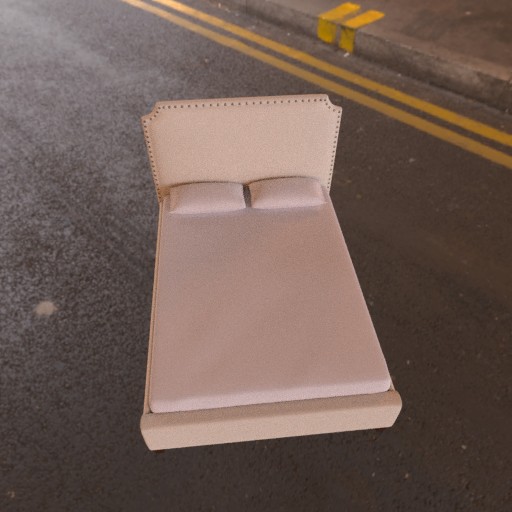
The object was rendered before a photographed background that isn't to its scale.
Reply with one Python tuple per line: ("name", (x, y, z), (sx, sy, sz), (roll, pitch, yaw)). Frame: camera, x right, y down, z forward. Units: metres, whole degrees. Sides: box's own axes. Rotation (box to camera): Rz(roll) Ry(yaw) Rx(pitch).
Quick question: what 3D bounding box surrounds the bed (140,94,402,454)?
("bed", (0.000, 0.000, 3.423), (1.712, 1.443, 2.372), (-4, 47, -4))
